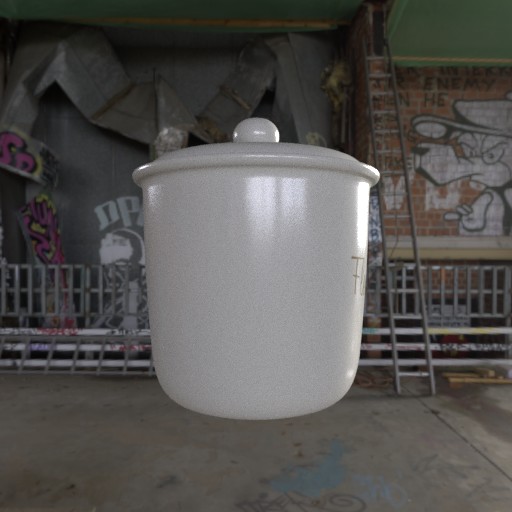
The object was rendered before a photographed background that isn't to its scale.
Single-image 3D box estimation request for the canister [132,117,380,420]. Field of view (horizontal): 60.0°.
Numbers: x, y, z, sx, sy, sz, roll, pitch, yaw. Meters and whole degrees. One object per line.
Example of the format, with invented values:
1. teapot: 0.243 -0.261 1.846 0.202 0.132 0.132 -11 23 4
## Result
1. canister: 0.000 0.000 0.339 0.182 0.208 0.182 0 1 0
